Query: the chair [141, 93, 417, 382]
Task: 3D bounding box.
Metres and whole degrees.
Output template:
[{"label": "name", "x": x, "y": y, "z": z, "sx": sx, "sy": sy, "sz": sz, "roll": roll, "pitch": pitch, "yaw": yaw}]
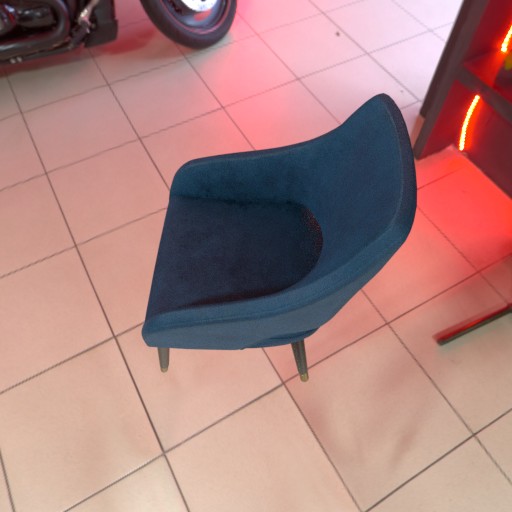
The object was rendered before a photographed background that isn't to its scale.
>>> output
[{"label": "chair", "x": 0.000, "y": 0.000, "z": 1.572, "sx": 0.794, "sy": 1.081, "sz": 0.683, "roll": 3, "pitch": 59, "yaw": 2}]
